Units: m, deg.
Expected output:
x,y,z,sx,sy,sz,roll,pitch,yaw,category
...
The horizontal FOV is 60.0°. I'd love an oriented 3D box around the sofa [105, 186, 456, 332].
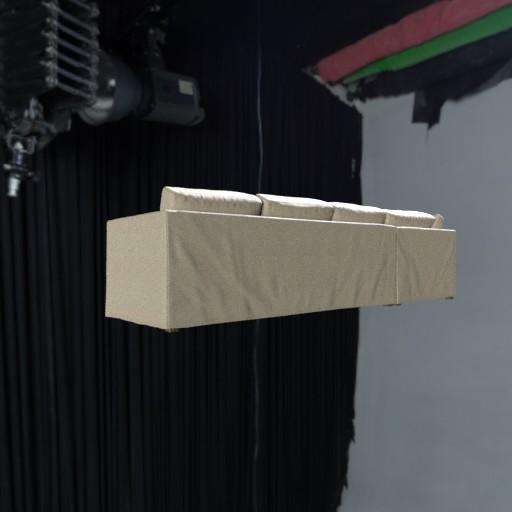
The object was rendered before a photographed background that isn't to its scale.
x,y,z,sx,sy,sz,roll,pitch,yaw,category
0.000,0.000,4.360,3.182,0.871,2.432,0,0,-38,sofa
